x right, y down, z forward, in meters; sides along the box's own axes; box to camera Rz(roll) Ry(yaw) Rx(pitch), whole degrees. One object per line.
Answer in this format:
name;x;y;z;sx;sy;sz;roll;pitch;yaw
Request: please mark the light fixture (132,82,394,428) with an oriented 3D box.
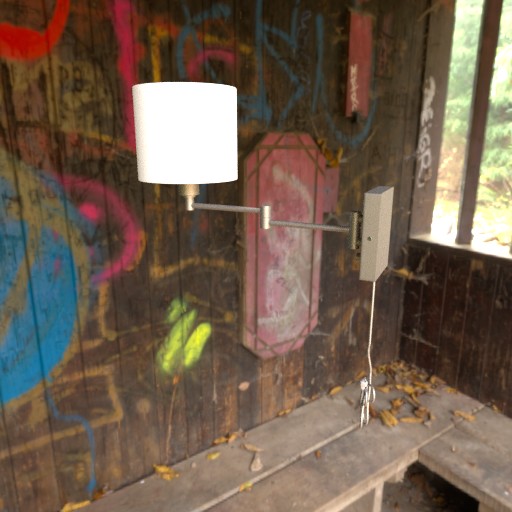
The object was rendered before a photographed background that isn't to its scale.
light fixture;0.000;0.000;0.897;0.516;0.651;0.203;7;17;25
